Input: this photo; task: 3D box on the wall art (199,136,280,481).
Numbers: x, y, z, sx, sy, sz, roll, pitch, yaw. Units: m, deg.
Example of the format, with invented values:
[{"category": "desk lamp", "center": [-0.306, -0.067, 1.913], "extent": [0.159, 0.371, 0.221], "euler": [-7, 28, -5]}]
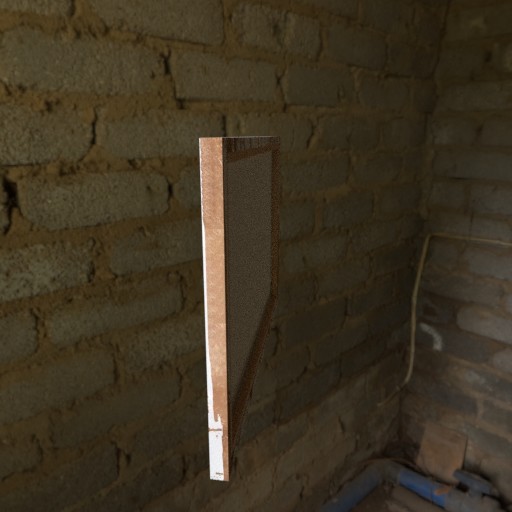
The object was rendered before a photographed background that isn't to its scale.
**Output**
[{"category": "wall art", "center": [0.000, 0.000, 1.171], "extent": [0.035, 0.609, 0.914], "euler": [2, 15, 8]}]
